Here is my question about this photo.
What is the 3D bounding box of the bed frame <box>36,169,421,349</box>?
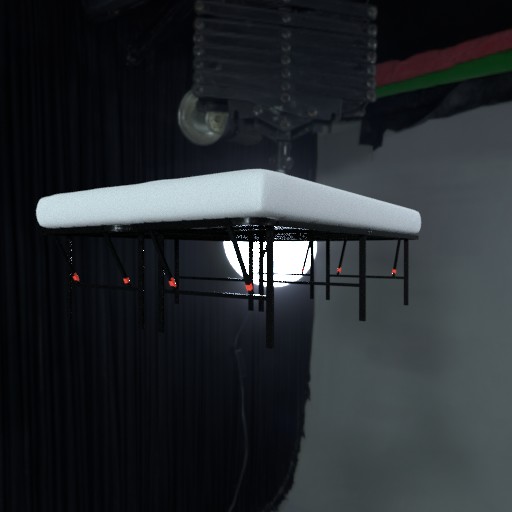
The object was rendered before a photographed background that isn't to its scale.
[{"bbox_3d":[0.000,0.000,2.565,1.372,0.637,1.905,0,0,35],"label":"bed frame"}]
